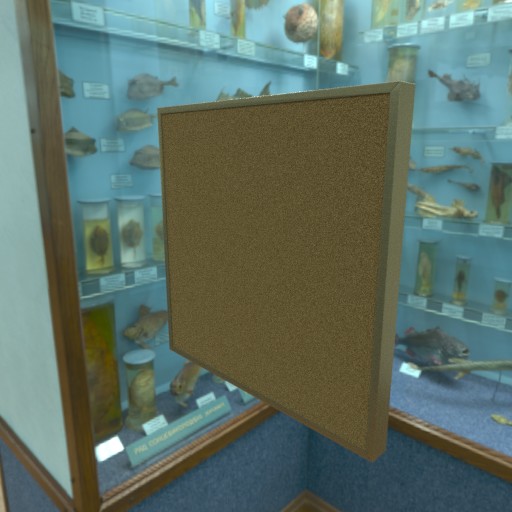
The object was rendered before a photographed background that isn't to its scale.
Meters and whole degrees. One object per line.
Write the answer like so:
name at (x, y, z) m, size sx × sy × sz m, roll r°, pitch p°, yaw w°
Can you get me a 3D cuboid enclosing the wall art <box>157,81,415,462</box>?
wall art at (0.000, 0.000, 0.751) m, size 0.037 × 0.505 × 0.505 m, roll -13°, pitch 19°, yaw -43°
